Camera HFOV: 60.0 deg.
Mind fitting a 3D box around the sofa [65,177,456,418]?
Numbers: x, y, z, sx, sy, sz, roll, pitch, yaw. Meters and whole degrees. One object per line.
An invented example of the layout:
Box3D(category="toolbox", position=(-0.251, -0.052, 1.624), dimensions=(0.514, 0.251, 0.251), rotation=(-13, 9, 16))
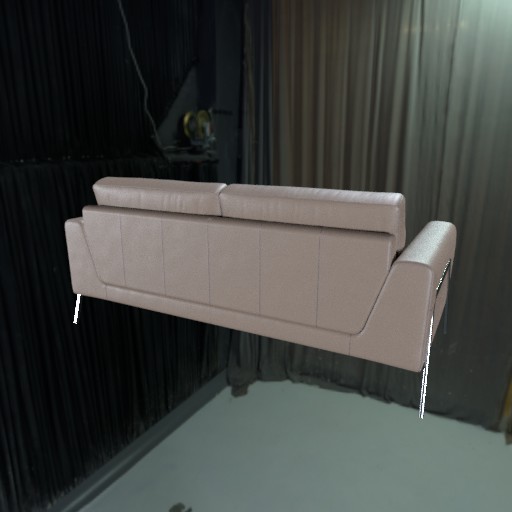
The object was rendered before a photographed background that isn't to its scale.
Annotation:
Box3D(category="sofa", position=(0.000, 0.000, 2.521), dimensions=(2.017, 0.875, 0.953), rotation=(8, 17, 27))
